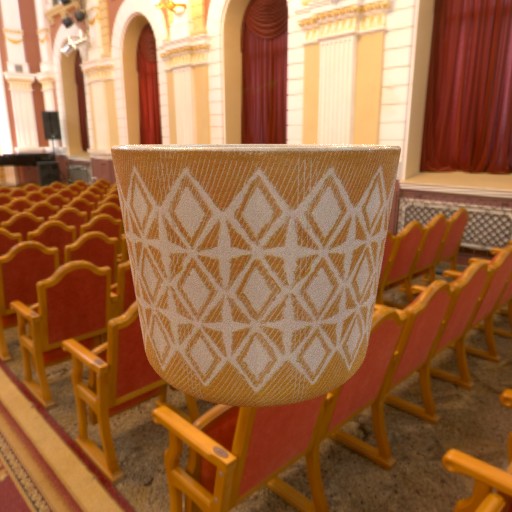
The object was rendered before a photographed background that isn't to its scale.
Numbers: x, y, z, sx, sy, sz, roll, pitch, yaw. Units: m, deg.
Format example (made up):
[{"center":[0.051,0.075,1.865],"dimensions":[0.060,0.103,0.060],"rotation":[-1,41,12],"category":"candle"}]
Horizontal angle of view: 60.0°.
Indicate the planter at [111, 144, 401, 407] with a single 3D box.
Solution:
[{"center":[0.000,0.000,0.215],"dimensions":[0.126,0.104,0.126],"rotation":[0,15,0],"category":"planter"}]
